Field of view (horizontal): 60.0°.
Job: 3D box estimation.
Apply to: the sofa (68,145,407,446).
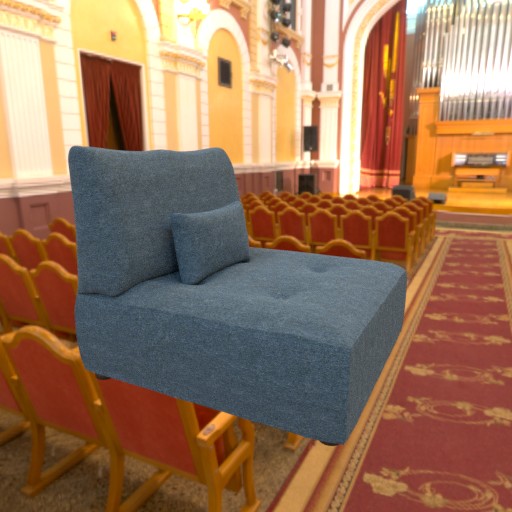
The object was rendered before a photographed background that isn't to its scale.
[{"bbox_3d":[0.000,0.000,1.704,1.000,0.820,0.930,7,15,26],"label":"sofa"}]
